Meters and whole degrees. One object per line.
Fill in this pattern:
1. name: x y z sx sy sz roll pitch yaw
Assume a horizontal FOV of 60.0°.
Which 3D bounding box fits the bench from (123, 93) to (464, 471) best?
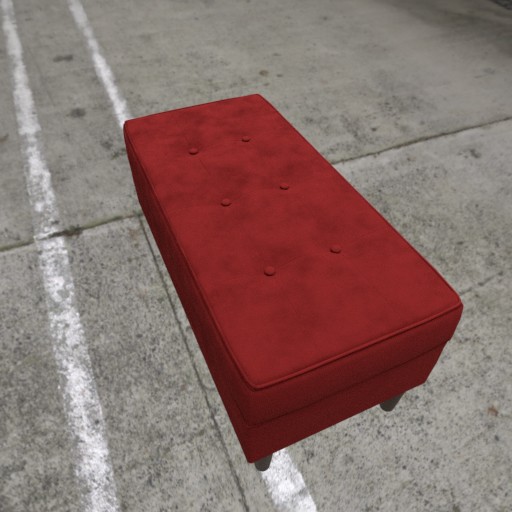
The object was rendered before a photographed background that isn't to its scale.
1. bench: 0.000 0.000 1.283 0.492 0.471 1.016 -18 48 -17
